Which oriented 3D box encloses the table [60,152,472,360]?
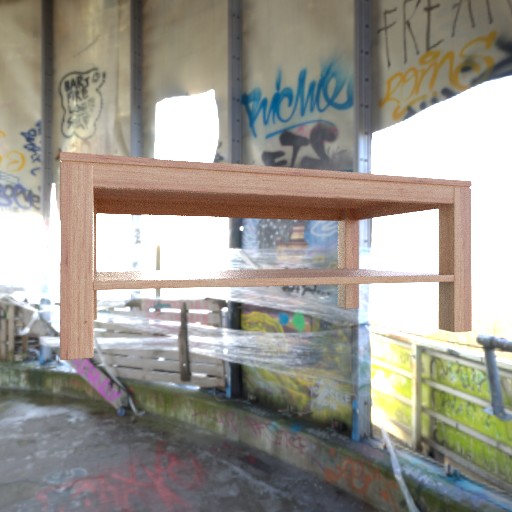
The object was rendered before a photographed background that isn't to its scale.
[{"bbox_3d":[0.000,0.000,1.484,1.146,0.457,0.695,0,0,-19],"label":"table"}]
